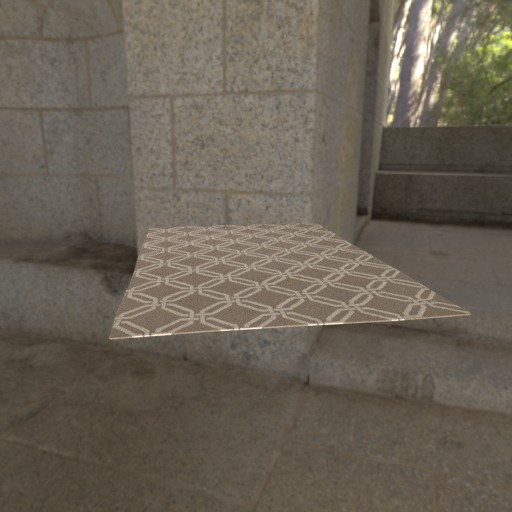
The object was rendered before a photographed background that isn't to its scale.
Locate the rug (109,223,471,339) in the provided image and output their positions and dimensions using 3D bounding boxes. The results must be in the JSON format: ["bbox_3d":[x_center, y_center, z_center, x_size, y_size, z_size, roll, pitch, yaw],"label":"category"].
[{"bbox_3d":[0.000,0.000,2.174,1.142,0.010,1.748,-2,14,-9],"label":"rug"}]
